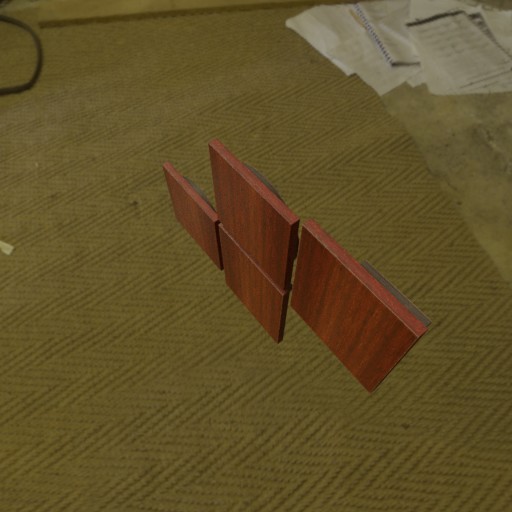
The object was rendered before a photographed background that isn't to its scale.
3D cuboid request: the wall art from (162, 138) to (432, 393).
[{"bbox_3d":[0.000,0.000,0.848,0.030,0.497,0.635,-34,65,-19],"label":"wall art"}]
